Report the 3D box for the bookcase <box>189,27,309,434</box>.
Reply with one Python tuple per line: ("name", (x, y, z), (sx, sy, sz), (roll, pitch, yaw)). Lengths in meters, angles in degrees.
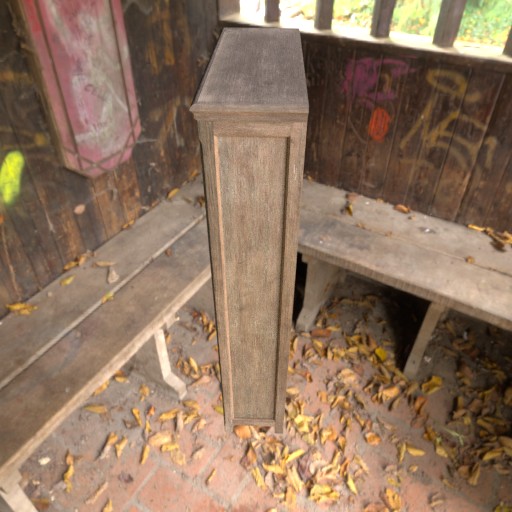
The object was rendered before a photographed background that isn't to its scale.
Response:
("bookcase", (0.000, 0.000, 2.216), (0.348, 1.880, 0.906), (2, 40, 2))
